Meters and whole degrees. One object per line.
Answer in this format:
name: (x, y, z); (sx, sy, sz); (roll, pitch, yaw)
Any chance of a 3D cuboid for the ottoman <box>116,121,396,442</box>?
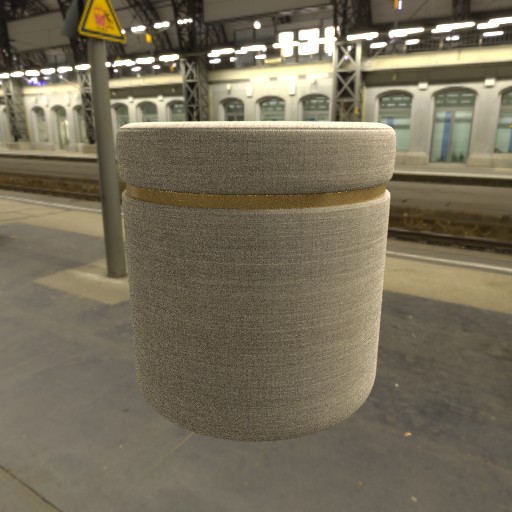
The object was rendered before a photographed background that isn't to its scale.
ottoman: (0.000, 0.000, 0.709); (0.400, 0.406, 0.400); (0, 16, 0)
